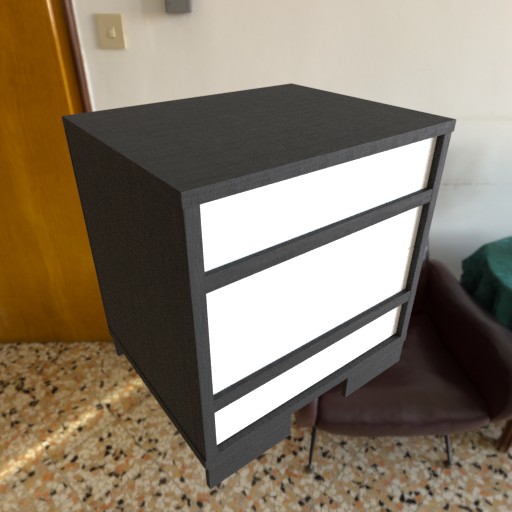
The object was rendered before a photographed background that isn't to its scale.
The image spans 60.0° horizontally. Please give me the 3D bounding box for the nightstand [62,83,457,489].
[{"bbox_3d":[0.000,0.000,0.730,0.427,0.448,0.347,-21,37,-31],"label":"nightstand"}]
